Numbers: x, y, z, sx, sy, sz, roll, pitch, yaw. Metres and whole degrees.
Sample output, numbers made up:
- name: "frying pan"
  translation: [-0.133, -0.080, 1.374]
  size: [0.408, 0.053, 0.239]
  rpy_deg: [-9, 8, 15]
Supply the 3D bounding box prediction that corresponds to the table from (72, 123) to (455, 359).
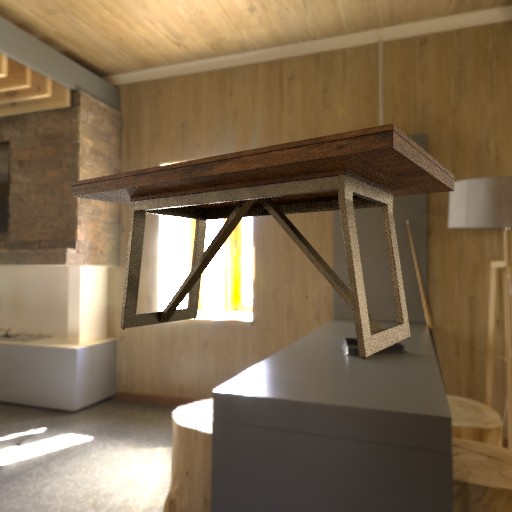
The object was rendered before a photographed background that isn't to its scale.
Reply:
- name: "table"
  translation: [0.000, 0.000, 2.171]
  size: [1.641, 0.757, 0.931]
  rpy_deg: [-1, -2, 34]
